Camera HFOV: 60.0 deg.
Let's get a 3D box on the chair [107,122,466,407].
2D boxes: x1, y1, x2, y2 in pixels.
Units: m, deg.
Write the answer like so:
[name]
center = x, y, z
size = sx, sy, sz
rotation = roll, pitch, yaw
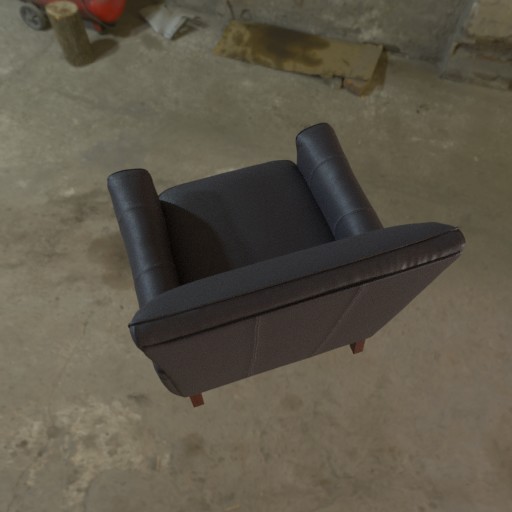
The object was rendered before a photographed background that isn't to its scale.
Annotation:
[chair]
center = 0.000, 0.000, 1.579
size = 0.870, 0.943, 0.825
rotation = -16, 60, -9
